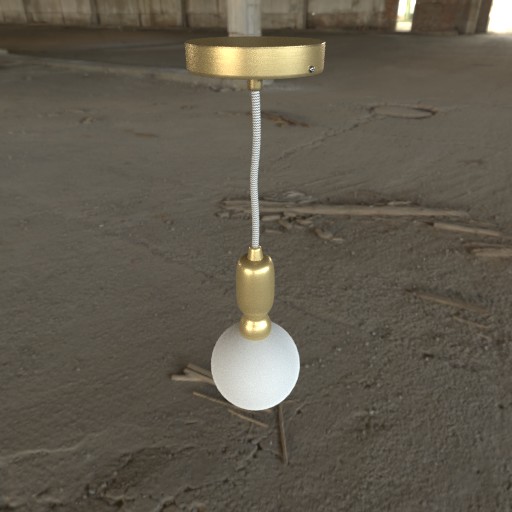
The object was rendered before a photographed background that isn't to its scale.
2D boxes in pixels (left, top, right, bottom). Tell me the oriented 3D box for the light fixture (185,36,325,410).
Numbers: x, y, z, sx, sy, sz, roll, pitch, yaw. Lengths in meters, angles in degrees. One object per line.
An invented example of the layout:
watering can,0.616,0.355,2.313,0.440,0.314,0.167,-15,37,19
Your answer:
light fixture,0.000,0.000,0.582,0.147,0.510,0.146,19,34,29
